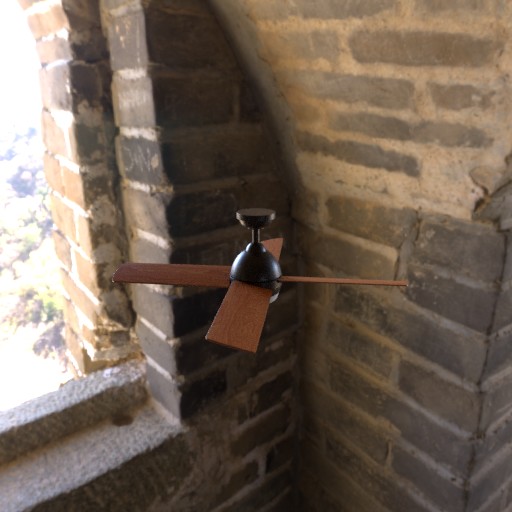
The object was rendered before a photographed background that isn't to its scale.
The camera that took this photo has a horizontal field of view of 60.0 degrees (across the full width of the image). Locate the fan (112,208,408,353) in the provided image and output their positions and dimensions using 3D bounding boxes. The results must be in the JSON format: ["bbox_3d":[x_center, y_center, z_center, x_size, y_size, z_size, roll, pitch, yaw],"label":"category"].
[{"bbox_3d":[0.000,0.000,1.996,1.332,0.403,1.332,2,17,7],"label":"fan"}]
